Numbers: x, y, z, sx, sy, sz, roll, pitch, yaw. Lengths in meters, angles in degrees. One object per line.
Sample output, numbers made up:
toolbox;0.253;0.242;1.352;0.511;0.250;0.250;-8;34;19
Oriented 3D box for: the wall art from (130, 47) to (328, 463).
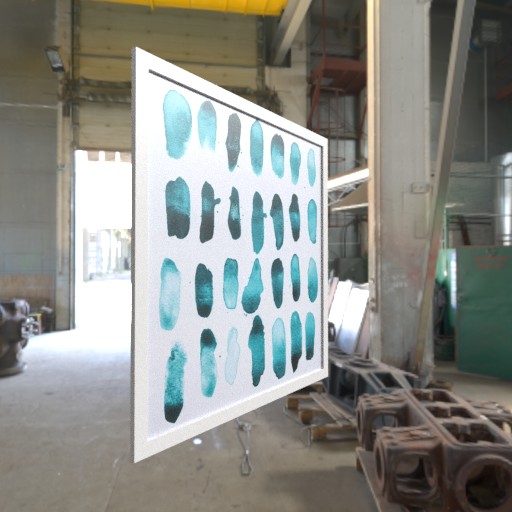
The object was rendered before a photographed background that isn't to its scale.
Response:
wall art;0.000;0.000;0.821;0.009;0.559;0.558;-1;-1;36
